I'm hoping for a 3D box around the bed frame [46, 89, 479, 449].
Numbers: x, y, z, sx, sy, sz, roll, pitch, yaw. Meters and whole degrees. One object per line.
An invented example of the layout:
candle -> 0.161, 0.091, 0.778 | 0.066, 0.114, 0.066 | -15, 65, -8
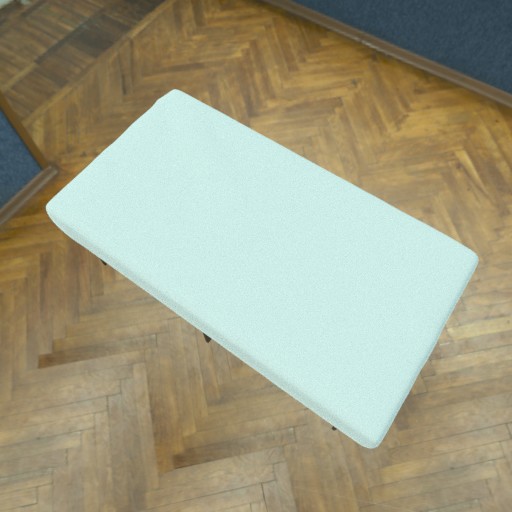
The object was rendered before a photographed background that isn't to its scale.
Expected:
bed frame -> 0.000, 0.000, 2.365 | 1.908, 0.640, 1.025 | 32, 68, 15
